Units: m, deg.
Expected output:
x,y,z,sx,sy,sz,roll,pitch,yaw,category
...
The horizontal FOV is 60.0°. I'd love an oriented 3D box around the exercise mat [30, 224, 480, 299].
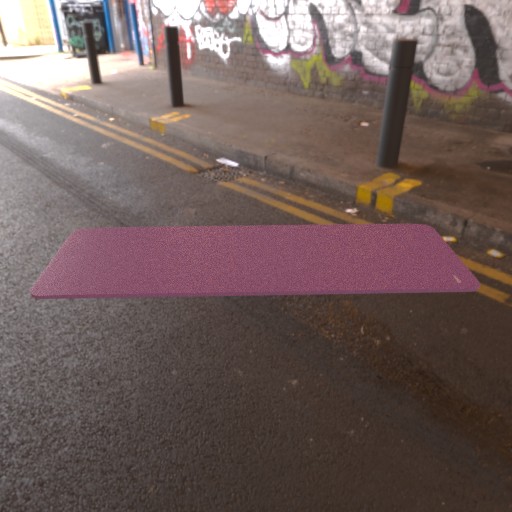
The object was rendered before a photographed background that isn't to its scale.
x,y,z,sx,sy,sz,roll,pitch,yaw,category
0.000,0.000,2.057,1.869,0.021,0.616,-1,29,-1,exercise mat
